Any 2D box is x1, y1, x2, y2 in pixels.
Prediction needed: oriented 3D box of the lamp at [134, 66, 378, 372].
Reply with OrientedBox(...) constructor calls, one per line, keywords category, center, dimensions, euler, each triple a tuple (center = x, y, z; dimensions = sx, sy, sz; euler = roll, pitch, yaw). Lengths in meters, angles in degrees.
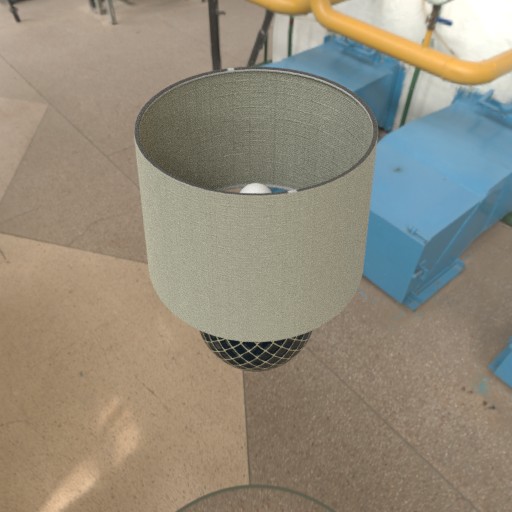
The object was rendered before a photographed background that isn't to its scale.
OrientedBox(category="lamp", center=(0.000, 0.000, 0.795), dimensions=(0.376, 0.540, 0.376), euler=(0, 47, 0))
